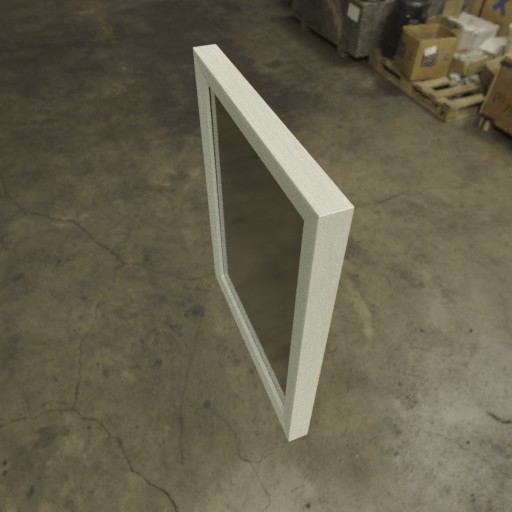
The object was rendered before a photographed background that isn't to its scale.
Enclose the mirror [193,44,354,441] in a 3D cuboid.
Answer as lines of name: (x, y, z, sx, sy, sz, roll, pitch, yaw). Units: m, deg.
mirror: (0.000, 0.000, 0.709, 0.041, 0.508, 0.405, -16, 48, -15)
